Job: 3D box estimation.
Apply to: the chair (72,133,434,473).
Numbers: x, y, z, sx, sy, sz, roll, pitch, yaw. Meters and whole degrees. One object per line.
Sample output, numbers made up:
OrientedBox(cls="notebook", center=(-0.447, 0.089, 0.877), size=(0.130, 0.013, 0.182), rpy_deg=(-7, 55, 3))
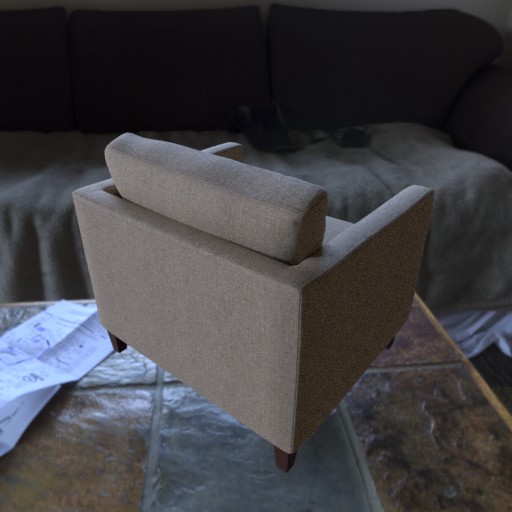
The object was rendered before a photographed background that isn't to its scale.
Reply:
OrientedBox(cls="chair", center=(0.000, 0.000, 1.851), size=(1.107, 0.987, 0.959), rpy_deg=(22, 36, 33))
